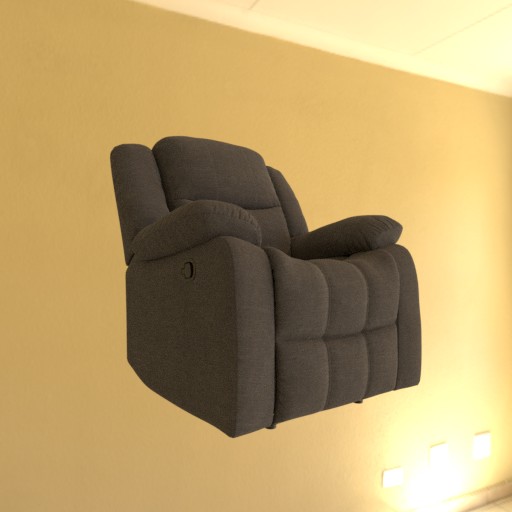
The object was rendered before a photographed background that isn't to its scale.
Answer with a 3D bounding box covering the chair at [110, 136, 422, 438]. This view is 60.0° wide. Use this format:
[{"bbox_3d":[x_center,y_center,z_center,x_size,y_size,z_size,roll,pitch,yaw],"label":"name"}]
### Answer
[{"bbox_3d":[0.000,0.000,1.679,0.899,1.008,0.944,0,0,-36],"label":"chair"}]
